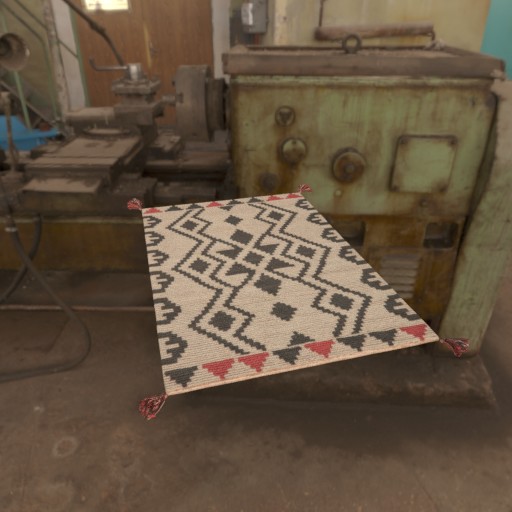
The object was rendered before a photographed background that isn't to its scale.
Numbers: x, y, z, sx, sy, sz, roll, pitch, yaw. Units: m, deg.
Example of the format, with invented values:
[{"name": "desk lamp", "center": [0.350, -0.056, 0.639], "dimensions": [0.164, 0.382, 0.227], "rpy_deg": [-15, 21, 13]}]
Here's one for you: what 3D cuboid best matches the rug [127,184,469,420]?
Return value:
[{"name": "rug", "center": [0.000, 0.000, 2.608], "dimensions": [1.444, 0.067, 2.069], "rpy_deg": [-8, 31, -13]}]
